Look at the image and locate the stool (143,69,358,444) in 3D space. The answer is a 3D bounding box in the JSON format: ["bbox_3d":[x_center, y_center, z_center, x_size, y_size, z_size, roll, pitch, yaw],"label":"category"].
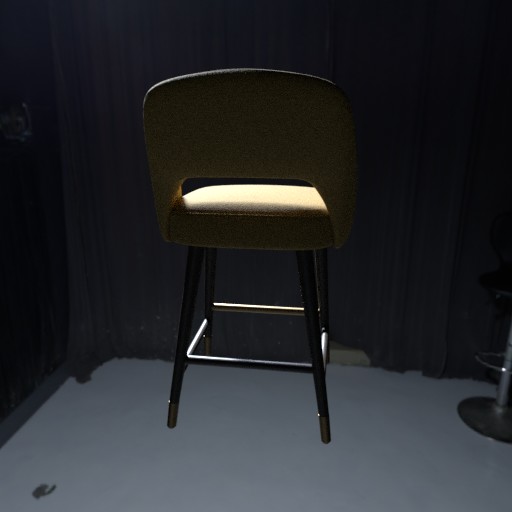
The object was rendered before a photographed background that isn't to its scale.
[{"bbox_3d":[0.000,0.000,1.269,0.536,0.939,0.522,2,16,8],"label":"stool"}]
